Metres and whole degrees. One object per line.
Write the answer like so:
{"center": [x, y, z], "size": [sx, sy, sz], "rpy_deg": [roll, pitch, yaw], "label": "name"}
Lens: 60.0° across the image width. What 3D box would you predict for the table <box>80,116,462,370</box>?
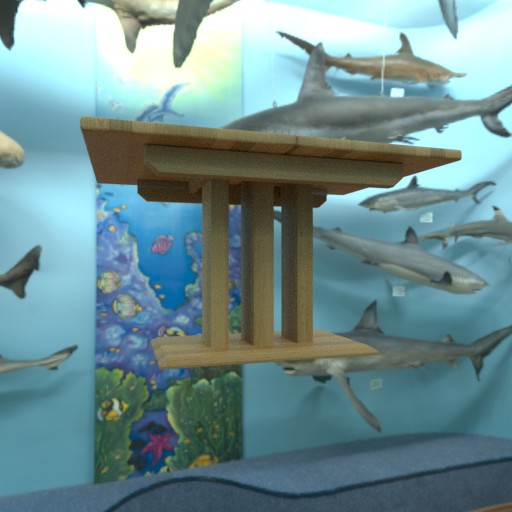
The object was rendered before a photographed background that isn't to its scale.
{"center": [0.000, 0.000, 1.849], "size": [1.300, 0.770, 0.900], "rpy_deg": [0, -1, -17], "label": "table"}
